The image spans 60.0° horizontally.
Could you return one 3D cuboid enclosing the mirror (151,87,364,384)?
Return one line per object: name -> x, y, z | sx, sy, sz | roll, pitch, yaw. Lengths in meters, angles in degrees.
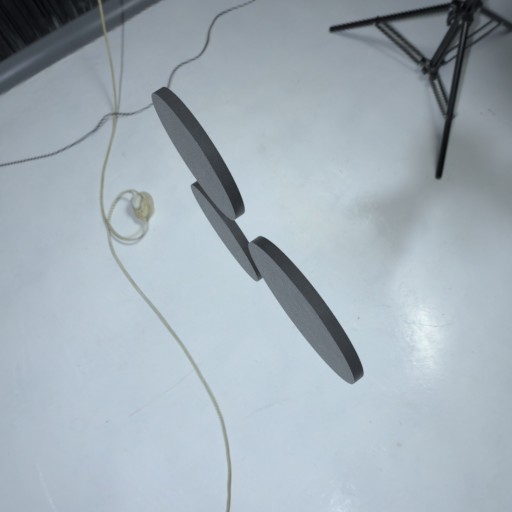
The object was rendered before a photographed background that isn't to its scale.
mirror -> 0.000, 0.000, 3.272 | 0.076, 2.096, 2.160 | -35, 79, -8
